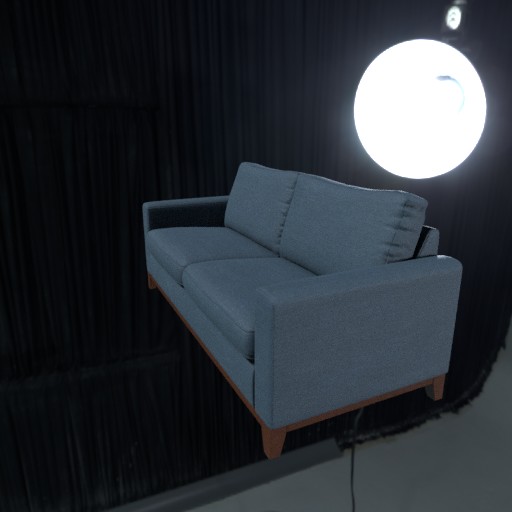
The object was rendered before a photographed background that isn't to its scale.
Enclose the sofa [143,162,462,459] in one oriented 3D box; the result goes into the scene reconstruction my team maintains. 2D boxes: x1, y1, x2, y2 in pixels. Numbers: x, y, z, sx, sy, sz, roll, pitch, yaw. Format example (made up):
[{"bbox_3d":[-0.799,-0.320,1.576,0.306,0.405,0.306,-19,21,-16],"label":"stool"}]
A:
[{"bbox_3d":[0.000,0.000,2.395,0.877,0.865,1.900,-8,19,-25],"label":"sofa"}]
